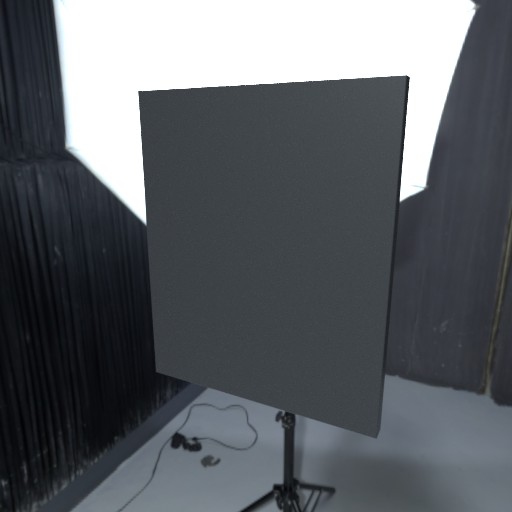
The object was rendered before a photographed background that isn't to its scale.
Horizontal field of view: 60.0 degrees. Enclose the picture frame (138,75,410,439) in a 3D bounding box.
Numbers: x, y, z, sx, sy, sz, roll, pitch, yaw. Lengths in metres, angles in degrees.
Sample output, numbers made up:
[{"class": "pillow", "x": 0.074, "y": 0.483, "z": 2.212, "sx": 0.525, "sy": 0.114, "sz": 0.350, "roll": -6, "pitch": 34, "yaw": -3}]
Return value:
[{"class": "picture frame", "x": 0.000, "y": 0.000, "z": 0.768, "sx": 0.460, "sy": 0.556, "sz": 0.028, "roll": 8, "pitch": 17, "yaw": 27}]
